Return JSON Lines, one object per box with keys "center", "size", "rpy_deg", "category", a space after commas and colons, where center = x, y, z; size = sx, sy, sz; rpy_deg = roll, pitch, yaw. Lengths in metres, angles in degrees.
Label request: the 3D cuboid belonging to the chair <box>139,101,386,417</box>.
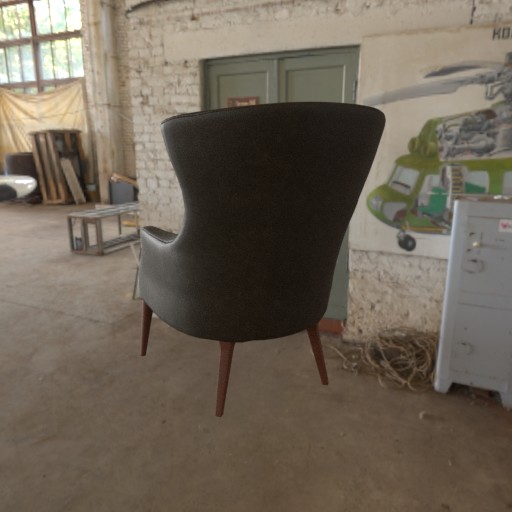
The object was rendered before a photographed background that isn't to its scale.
{"center": [0.000, 0.000, 1.734], "size": [0.819, 1.068, 0.954], "rpy_deg": [-7, 16, -27], "category": "chair"}
